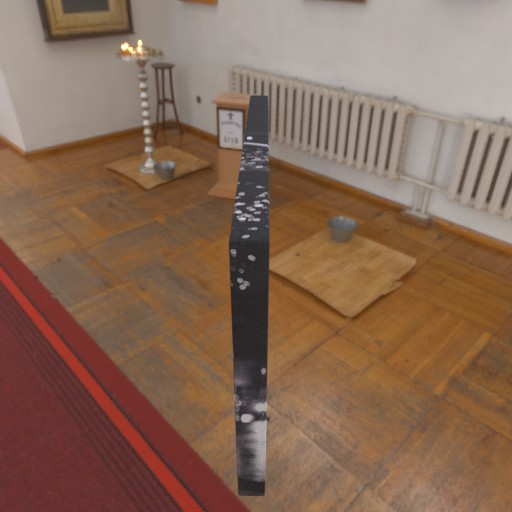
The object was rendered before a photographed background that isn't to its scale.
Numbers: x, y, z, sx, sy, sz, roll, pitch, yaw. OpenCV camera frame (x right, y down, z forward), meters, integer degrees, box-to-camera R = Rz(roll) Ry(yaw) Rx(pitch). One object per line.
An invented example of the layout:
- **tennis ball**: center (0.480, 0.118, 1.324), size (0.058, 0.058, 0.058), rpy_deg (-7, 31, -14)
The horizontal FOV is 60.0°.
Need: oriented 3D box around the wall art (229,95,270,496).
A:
- **wall art**: center (0.000, 0.000, 0.765), size (0.037, 0.406, 0.609), rpy_deg (1, 32, 1)
